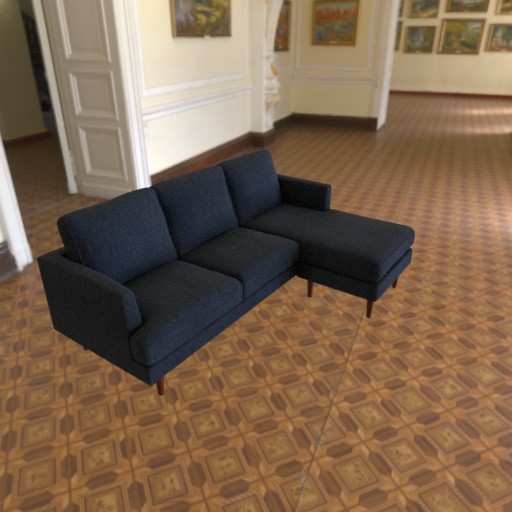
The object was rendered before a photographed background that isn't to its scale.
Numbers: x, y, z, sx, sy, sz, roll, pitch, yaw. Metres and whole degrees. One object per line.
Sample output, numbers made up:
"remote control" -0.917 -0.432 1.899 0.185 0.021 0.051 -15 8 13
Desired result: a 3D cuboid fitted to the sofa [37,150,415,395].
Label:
"sofa" 0.000 0.000 3.025 1.504 0.956 2.233 18 31 31
